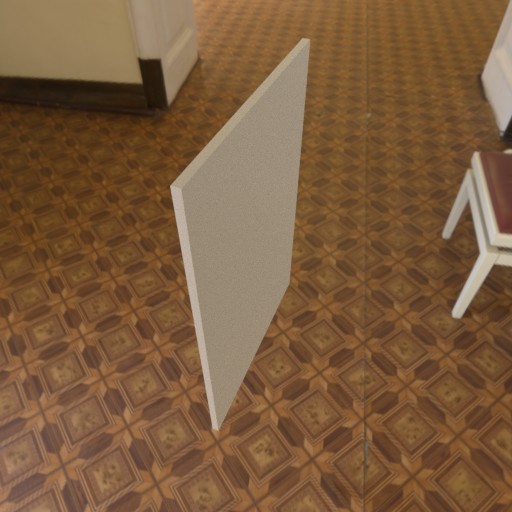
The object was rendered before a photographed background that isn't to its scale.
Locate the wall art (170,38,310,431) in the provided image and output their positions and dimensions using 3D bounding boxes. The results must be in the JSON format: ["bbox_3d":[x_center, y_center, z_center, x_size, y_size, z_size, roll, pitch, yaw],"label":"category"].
[{"bbox_3d":[0.000,0.000,0.623,0.010,0.474,0.325,17,49,15],"label":"wall art"}]
